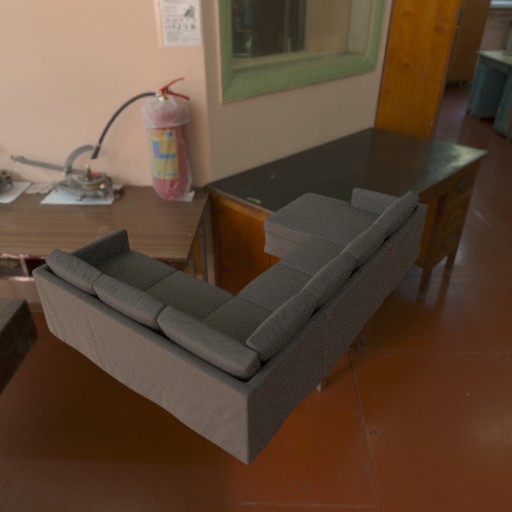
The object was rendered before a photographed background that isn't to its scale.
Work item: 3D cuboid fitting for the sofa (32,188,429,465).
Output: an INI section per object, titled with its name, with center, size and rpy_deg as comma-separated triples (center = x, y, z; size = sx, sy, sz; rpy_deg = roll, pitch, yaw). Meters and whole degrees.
[sofa]
center = 0.000, 0.000, 4.643
size = 2.476, 0.878, 3.528
rpy_deg = 21, 37, 30
